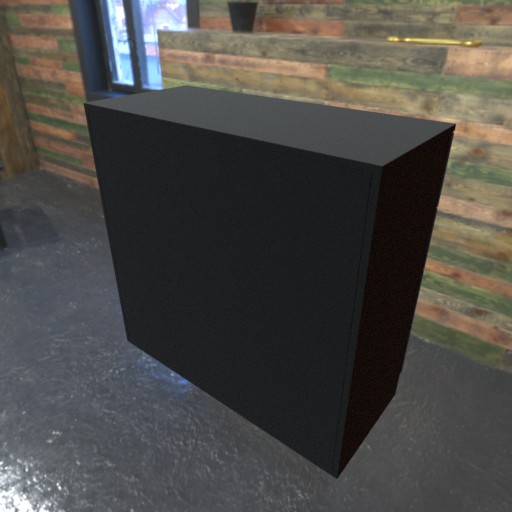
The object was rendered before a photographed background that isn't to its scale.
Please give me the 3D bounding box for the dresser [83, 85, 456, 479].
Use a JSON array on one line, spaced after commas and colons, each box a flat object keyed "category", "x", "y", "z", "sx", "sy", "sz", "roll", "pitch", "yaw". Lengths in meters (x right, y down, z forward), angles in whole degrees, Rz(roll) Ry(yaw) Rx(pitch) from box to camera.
[{"category": "dresser", "x": 0.000, "y": 0.000, "z": 1.136, "sx": 0.750, "sy": 0.720, "sz": 0.360, "roll": 22, "pitch": 36, "yaw": 33}]
